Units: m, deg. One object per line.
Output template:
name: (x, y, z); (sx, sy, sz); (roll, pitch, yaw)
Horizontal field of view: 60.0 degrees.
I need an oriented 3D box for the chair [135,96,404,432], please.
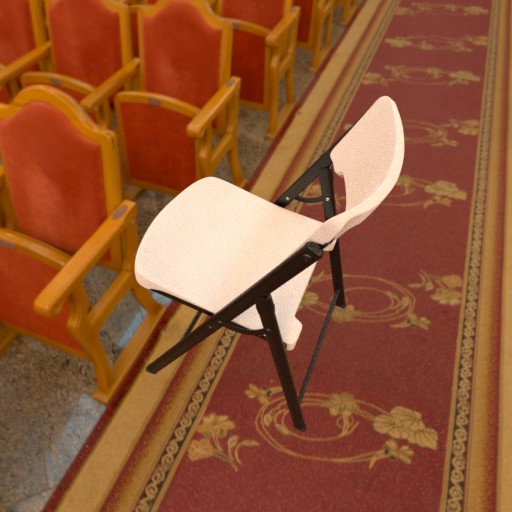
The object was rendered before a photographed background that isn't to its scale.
chair: (0.000, 0.000, 1.146); (0.577, 0.765, 0.482); (16, 49, 15)
